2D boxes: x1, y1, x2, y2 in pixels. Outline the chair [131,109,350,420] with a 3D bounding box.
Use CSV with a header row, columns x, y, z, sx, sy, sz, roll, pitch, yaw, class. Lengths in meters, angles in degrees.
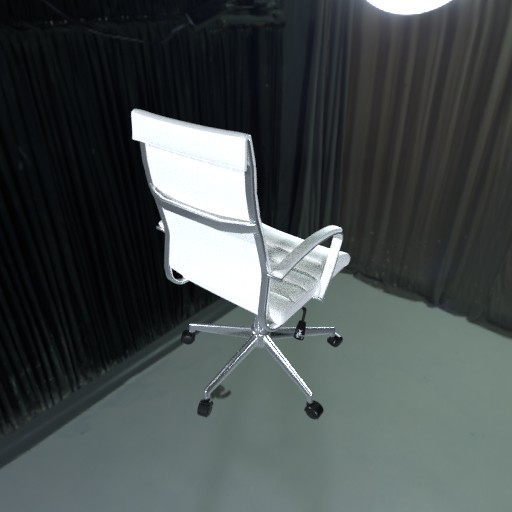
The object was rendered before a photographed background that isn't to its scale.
x,y,z,sx,sy,sz,roll,pitch,yaw,class
0.000,0.000,1.700,0.766,1.149,0.739,22,38,32,chair
